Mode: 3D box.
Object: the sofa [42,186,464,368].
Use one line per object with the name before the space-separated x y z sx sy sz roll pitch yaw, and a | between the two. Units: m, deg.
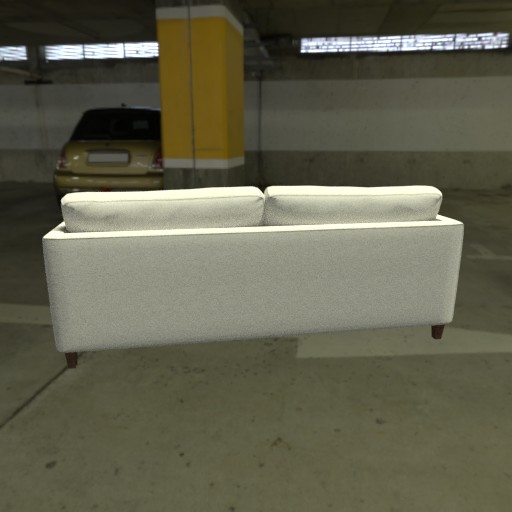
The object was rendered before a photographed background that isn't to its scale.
sofa | 0.000 0.000 2.918 2.361 0.962 0.951 -3 15 -9
